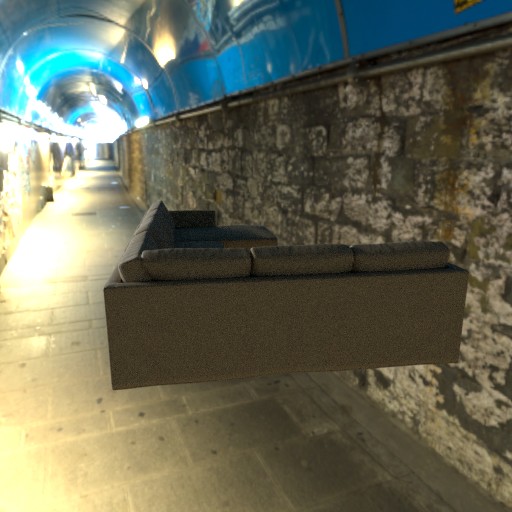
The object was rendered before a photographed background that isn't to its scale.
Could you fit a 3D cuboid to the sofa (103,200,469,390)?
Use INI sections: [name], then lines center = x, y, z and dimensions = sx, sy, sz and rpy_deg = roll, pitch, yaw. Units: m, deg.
[sofa]
center = 0.000, 0.000, 4.552
dimensions = 2.427, 0.882, 3.460
rpy_deg = -2, 14, -9
